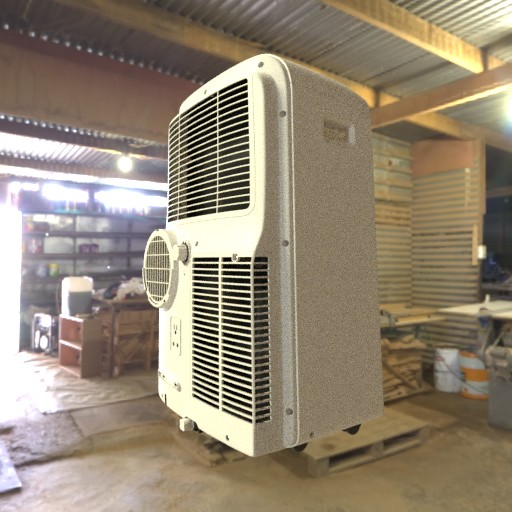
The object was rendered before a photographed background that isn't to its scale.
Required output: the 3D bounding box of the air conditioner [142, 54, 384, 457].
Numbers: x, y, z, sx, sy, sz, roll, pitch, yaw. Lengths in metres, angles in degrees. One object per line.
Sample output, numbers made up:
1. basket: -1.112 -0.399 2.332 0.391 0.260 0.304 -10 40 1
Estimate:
1. air conditioner: 0.000 0.000 0.954 0.365 0.700 0.454 0 -1 -34
